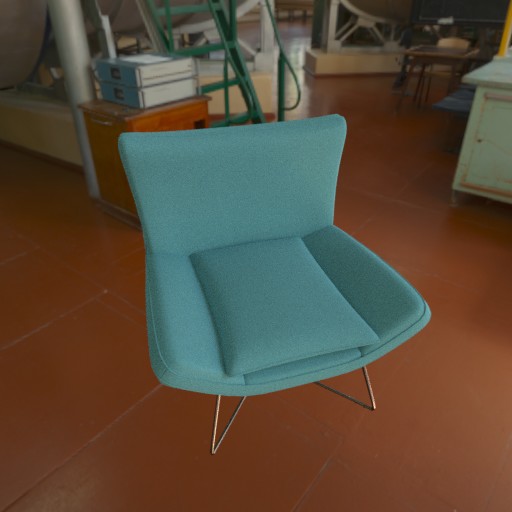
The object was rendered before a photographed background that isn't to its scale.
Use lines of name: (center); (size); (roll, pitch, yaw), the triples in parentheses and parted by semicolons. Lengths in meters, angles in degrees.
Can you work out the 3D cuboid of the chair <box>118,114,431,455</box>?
chair: (0.000, 0.000, 1.644); (0.859, 0.855, 1.008); (-10, 34, -14)
